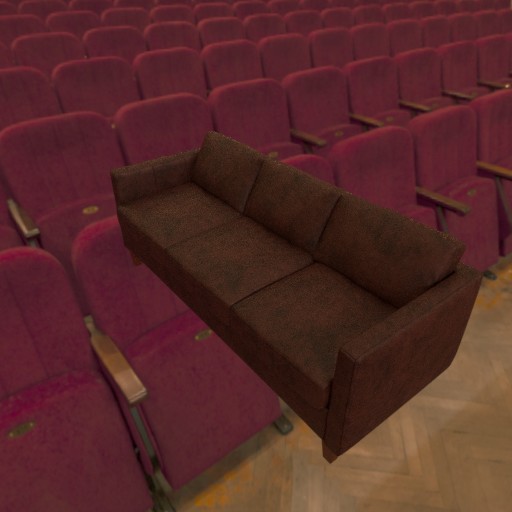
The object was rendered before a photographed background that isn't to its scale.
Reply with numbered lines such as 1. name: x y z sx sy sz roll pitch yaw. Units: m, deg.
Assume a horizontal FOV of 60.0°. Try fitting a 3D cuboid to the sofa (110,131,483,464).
1. sofa: 0.000 0.000 2.937 1.045 1.006 2.464 -23 40 -31
